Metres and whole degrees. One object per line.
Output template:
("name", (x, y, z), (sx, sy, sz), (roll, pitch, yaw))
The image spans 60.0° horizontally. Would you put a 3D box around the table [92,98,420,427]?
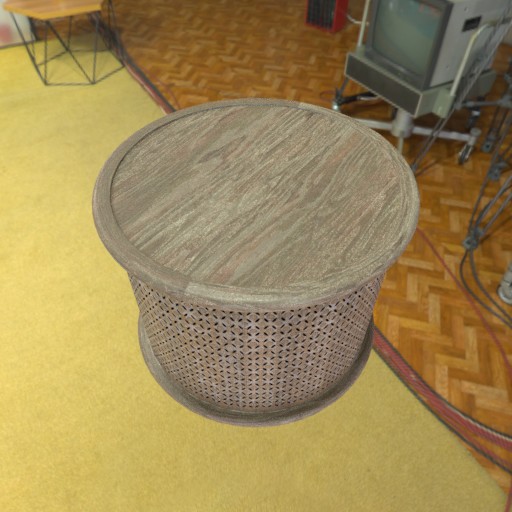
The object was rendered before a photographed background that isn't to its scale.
("table", (0.000, 0.000, 1.001), (0.607, 0.450, 0.607), (0, 47, 0))
